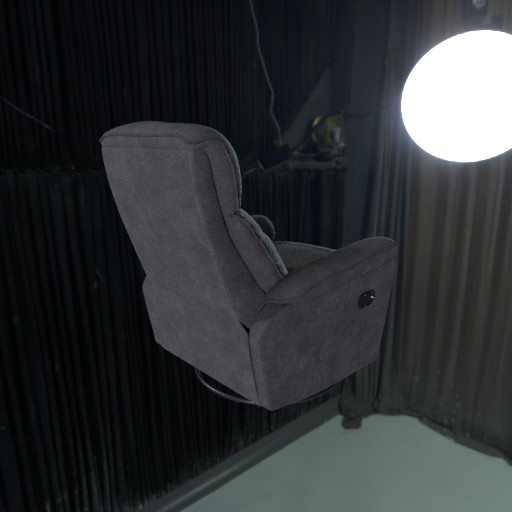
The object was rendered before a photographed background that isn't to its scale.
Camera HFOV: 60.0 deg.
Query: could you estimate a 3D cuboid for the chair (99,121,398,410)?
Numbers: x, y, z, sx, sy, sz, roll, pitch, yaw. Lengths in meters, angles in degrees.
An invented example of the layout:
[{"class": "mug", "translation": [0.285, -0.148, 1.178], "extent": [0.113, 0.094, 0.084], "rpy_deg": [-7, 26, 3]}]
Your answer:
[{"class": "chair", "translation": [0.000, 0.000, 1.804], "extent": [1.009, 1.035, 0.830], "rpy_deg": [-14, 20, -42]}]
